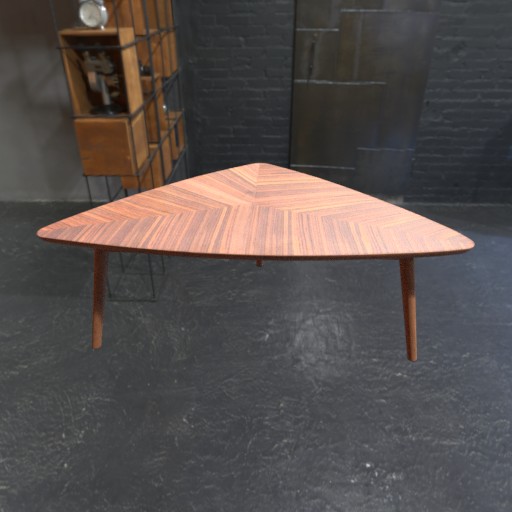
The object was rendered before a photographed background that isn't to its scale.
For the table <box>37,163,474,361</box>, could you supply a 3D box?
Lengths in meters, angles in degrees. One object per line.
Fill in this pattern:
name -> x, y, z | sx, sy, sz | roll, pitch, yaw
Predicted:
table -> 0.000, 0.000, 1.304 | 1.008, 0.365, 0.601 | 2, 31, 3
